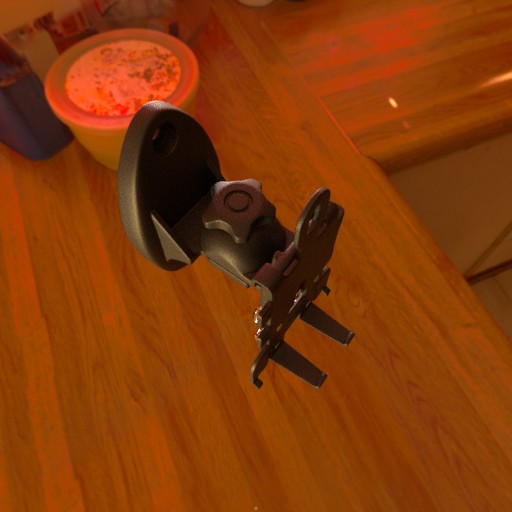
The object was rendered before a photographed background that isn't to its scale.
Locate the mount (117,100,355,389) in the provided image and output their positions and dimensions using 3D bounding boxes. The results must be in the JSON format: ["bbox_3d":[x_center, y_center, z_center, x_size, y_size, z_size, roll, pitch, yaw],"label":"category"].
[{"bbox_3d":[0.000,0.000,0.188,0.100,0.118,0.066,33,65,17],"label":"mount"}]
